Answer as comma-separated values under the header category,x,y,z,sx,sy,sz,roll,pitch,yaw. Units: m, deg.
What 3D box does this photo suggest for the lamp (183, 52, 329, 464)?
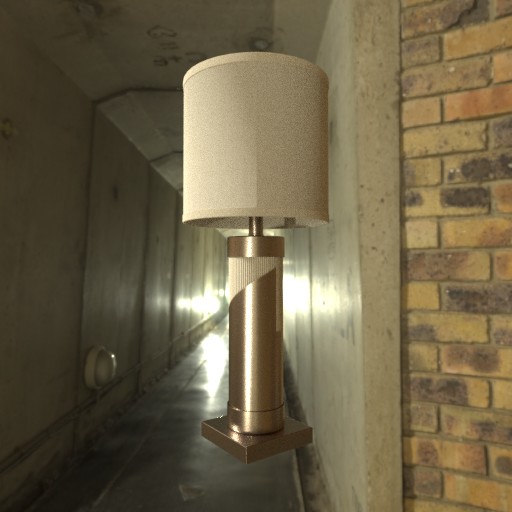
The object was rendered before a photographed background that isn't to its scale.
category,x,y,z,sx,sy,sz,roll,pitch,yaw
lamp,0.000,0.000,0.619,0.202,0.509,0.202,1,-1,-36
